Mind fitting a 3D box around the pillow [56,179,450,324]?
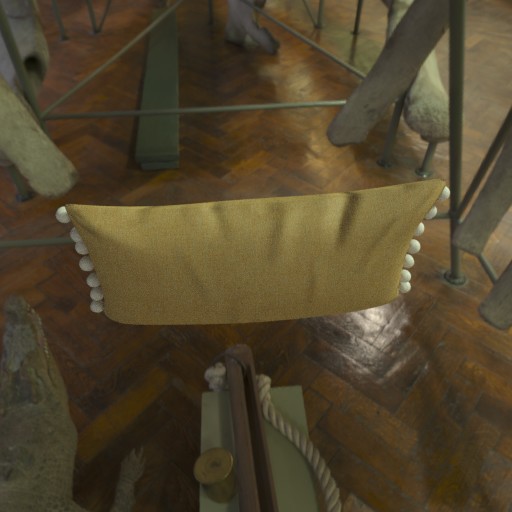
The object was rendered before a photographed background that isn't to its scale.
[{"bbox_3d":[0.000,0.000,0.864,0.709,0.322,0.201,-3,46,-3],"label":"pillow"}]
